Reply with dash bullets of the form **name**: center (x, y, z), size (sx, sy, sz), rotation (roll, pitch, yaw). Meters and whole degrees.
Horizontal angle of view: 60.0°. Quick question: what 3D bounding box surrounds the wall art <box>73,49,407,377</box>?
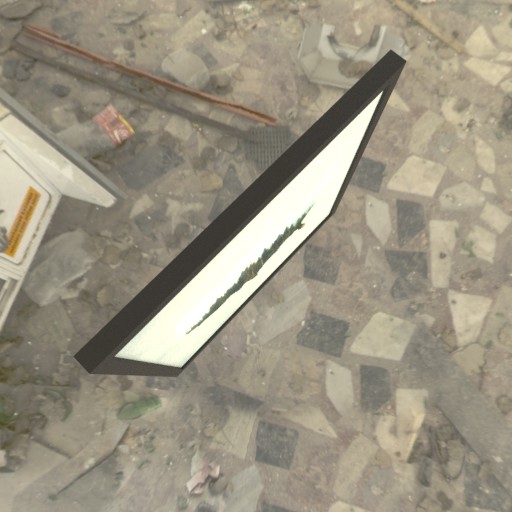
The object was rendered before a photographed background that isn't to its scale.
- **wall art**: center (0.000, 0.000, 1.107), size (0.038, 0.763, 0.763), rotation (42, 79, 11)
